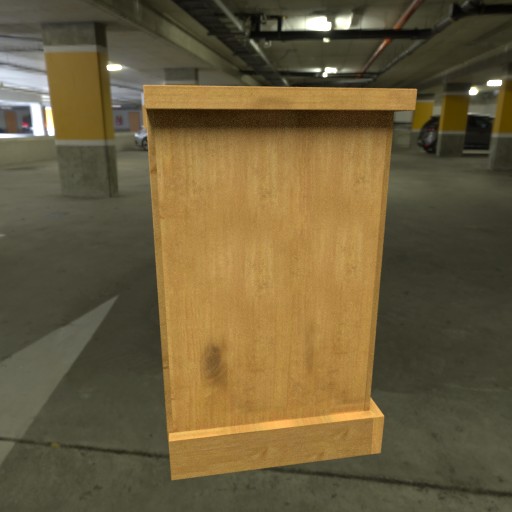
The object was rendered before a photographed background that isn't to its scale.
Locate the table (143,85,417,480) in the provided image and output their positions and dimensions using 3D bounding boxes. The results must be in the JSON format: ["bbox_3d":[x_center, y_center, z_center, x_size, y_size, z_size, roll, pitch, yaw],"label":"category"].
[{"bbox_3d":[0.000,0.000,1.209,0.500,0.813,0.660,-3,17,-10],"label":"table"}]
